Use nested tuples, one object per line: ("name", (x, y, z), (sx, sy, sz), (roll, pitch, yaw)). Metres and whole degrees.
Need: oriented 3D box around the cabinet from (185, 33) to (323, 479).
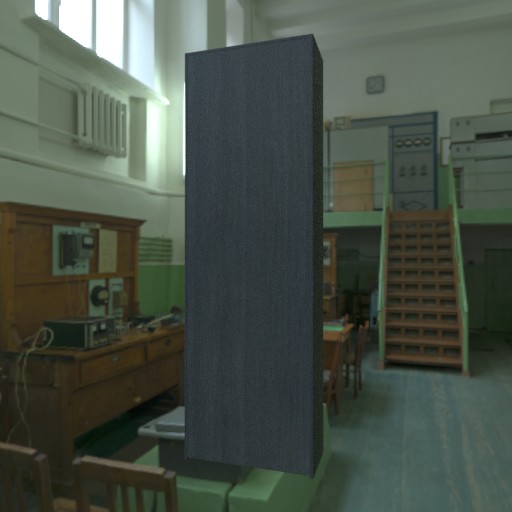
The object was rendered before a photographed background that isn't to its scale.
("cabinet", (0.000, 0.000, 1.821), (0.520, 1.630, 0.255), (0, 0, 18))
